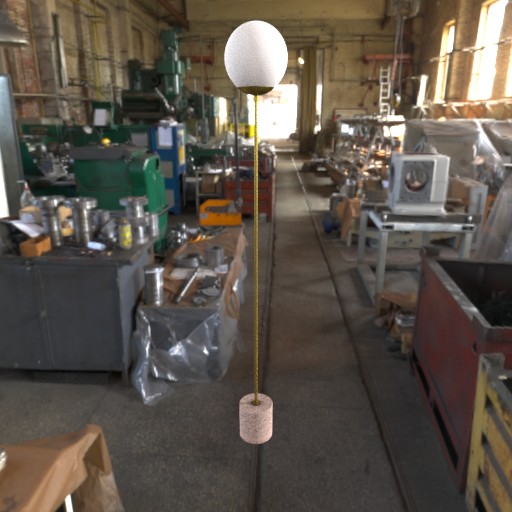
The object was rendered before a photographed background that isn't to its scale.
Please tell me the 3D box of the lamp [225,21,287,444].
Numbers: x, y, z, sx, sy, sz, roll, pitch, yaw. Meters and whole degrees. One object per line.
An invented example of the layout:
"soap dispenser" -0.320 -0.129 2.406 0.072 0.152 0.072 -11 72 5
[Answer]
"lamp" 0.000 0.000 1.835 0.229 1.748 0.229 -10 20 -29
